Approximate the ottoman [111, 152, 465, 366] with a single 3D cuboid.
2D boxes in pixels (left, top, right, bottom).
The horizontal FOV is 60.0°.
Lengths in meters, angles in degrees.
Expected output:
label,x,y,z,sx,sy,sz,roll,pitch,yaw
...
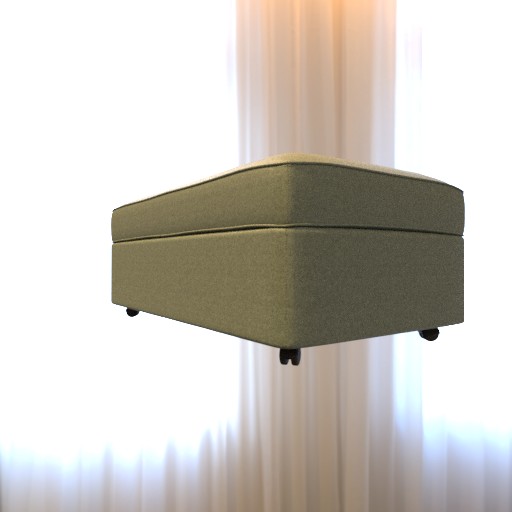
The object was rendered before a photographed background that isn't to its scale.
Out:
label,x,y,z,sx,sy,sz,roll,pitch,yaw
ottoman,0.000,0.000,1.550,0.681,0.494,1.173,0,-1,-35
